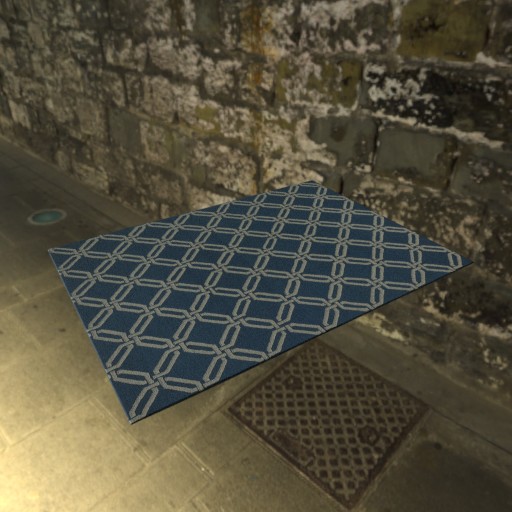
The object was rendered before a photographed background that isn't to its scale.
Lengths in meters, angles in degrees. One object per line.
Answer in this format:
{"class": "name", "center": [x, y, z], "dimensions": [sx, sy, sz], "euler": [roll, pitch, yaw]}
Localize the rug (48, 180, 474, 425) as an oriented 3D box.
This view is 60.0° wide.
{"class": "rug", "center": [0.000, 0.000, 4.287], "dimensions": [3.342, 0.018, 2.432], "euler": [-19, 36, -27]}
